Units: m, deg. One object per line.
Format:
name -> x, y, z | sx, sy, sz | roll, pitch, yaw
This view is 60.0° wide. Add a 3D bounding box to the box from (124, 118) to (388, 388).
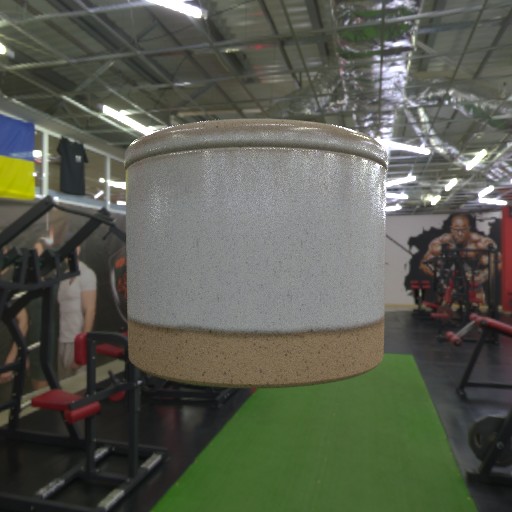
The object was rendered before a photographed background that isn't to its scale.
box -> 0.000, 0.000, 0.270 | 0.154, 0.123, 0.154 | 0, 0, 0
